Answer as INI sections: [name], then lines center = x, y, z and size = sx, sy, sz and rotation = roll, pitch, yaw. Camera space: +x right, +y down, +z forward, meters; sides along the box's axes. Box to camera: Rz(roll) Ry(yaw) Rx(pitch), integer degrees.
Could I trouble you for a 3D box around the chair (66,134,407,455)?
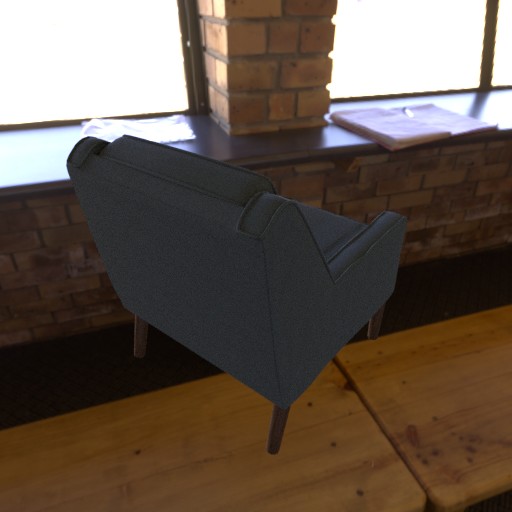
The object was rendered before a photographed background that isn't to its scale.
[chair]
center = 0.000, 0.000, 1.352
size = 0.663, 0.780, 0.733
rotation = 23, 38, 33
